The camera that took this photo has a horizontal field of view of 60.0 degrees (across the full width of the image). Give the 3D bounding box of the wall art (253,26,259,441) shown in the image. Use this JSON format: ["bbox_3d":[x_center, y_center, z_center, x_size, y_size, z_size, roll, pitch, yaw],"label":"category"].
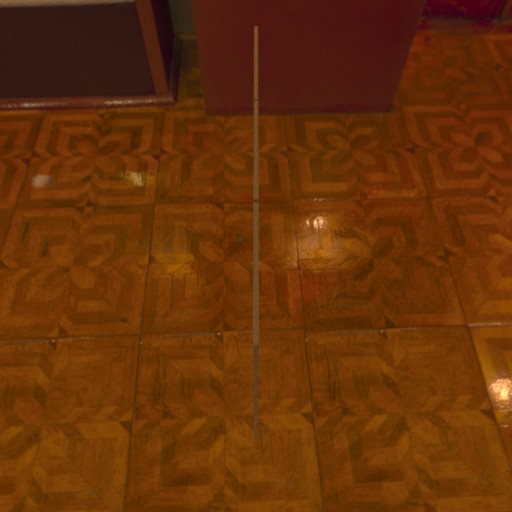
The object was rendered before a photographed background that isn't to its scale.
[{"bbox_3d":[0.000,0.000,1.368,0.010,0.917,0.919,0,58,0],"label":"wall art"}]
